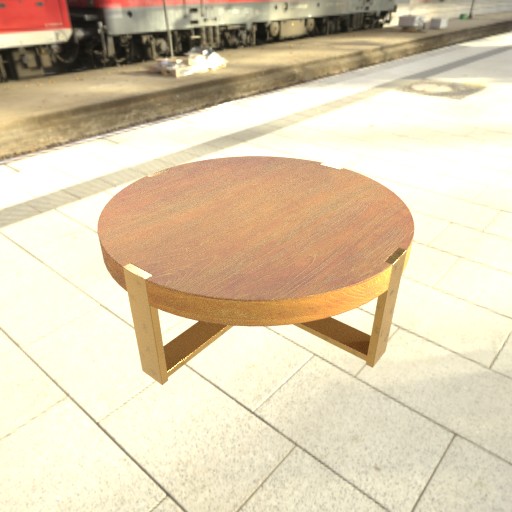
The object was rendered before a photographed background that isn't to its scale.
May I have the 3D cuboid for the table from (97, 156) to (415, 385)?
[{"bbox_3d":[0.000,0.000,1.722,1.100,0.420,1.100,0,32,0],"label":"table"}]
